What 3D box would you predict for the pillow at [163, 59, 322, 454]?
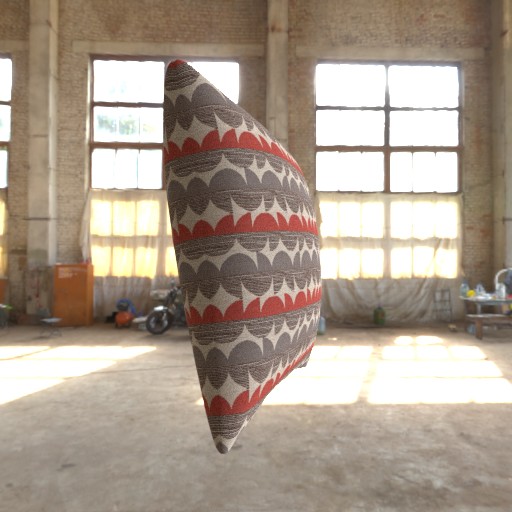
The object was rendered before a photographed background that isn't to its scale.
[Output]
[{"bbox_3d":[0.000,0.000,0.642,0.180,0.410,0.420,0,-1,18],"label":"pillow"}]
